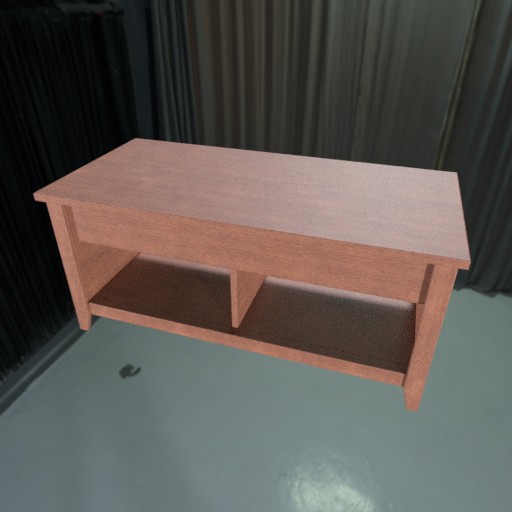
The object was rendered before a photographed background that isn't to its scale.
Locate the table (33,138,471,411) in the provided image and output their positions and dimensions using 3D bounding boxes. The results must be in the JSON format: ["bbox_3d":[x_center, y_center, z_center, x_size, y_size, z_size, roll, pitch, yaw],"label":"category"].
[{"bbox_3d":[0.000,0.000,1.289,1.016,0.457,0.483,10,33,15],"label":"table"}]
